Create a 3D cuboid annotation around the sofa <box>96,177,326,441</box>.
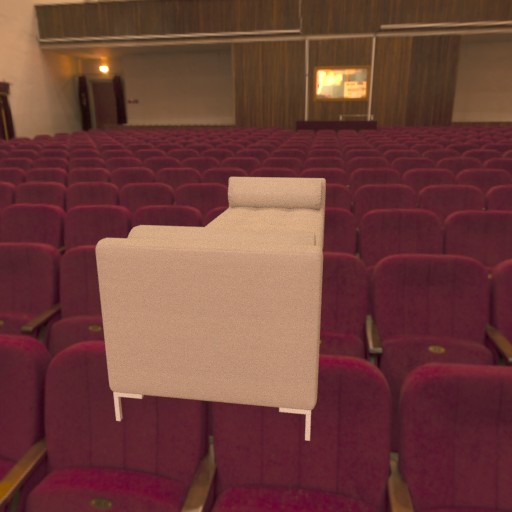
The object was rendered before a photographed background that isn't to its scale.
[{"bbox_3d":[0.000,0.000,2.300,0.686,0.635,1.981,2,16,9],"label":"sofa"}]
